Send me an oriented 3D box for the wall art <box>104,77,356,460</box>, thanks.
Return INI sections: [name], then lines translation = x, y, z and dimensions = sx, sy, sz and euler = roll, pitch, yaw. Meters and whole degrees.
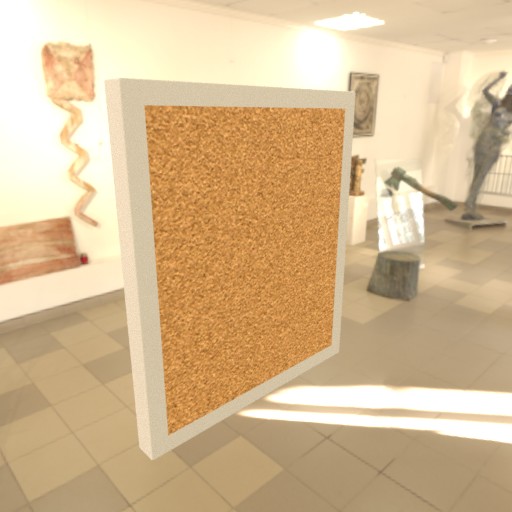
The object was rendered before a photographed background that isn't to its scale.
[wall art]
translation = 0.000, 0.000, 0.533
dimensions = 0.331, 0.381, 0.028
euler = -16, 24, -41
